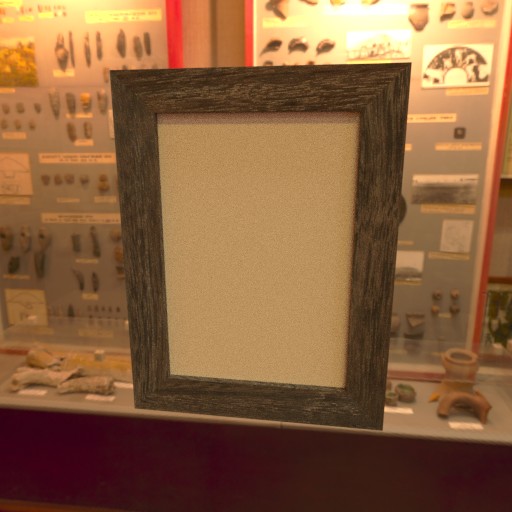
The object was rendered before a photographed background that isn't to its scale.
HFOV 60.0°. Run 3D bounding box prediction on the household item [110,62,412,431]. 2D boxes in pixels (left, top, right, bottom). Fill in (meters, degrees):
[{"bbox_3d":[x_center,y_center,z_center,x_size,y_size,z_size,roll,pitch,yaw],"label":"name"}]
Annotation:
[{"bbox_3d":[0.000,0.000,0.267,0.160,0.210,0.020,2,14,8],"label":"household item"}]
